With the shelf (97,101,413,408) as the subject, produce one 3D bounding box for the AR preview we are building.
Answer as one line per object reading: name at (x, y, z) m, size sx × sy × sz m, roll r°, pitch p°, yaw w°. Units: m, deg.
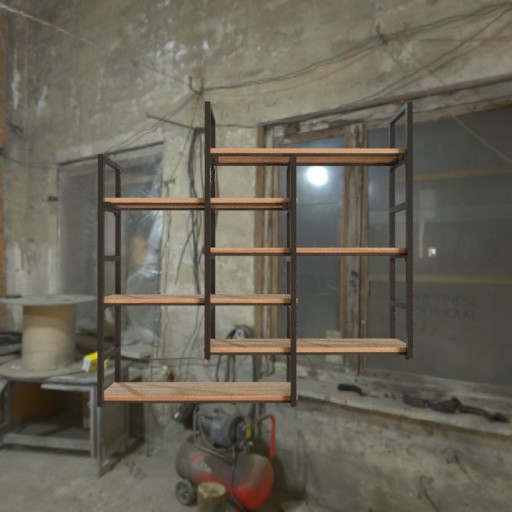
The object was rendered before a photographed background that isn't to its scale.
shelf at (0.000, 0.000, 1.411) m, size 0.946 × 0.921 × 0.183 m, roll 0°, pitch 0°, yaw 0°
